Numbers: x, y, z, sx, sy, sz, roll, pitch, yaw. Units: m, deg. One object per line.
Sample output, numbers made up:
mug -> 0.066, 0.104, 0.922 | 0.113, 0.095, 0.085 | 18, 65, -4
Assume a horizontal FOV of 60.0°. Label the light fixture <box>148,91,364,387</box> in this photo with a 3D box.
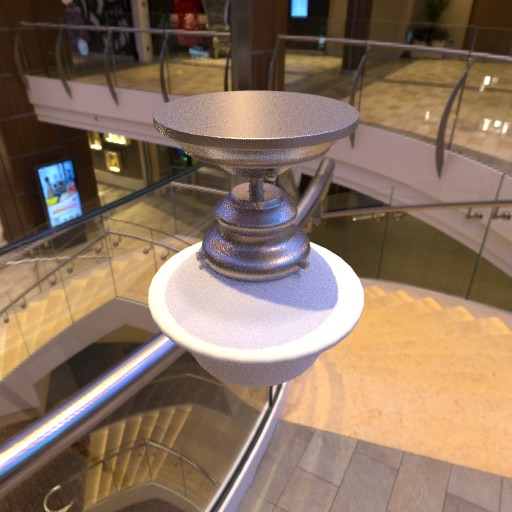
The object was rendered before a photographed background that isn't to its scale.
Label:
light fixture -> 0.000, 0.000, 0.395 | 0.199, 0.254, 0.199 | 0, 31, 0
